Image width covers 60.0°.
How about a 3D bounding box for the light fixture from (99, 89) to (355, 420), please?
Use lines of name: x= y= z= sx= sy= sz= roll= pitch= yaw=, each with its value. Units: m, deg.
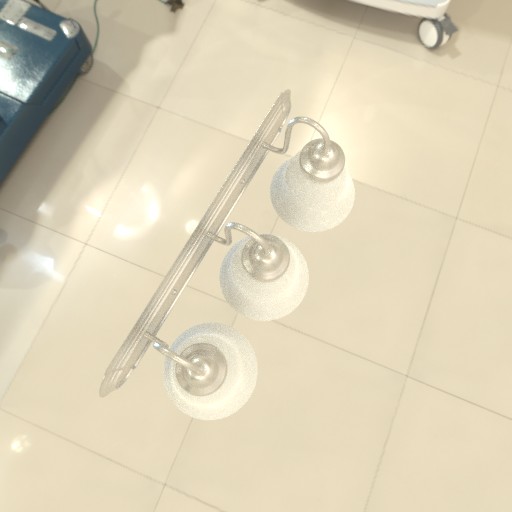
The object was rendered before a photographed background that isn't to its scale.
light fixture: x=0.000 y=0.000 z=0.710 sx=0.199 sy=0.222 sz=0.610 roll=29 pitch=77 yaw=7
